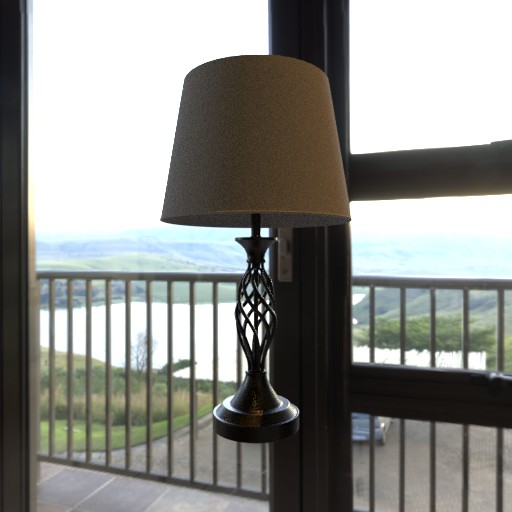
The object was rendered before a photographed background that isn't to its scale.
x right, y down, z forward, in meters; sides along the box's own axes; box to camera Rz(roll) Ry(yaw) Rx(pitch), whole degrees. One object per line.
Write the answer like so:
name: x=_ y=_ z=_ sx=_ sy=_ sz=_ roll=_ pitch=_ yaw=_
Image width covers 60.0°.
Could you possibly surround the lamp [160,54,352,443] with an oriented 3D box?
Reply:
lamp: x=0.000 y=0.000 z=0.777 sx=0.331 sy=0.594 sz=0.331 roll=0 pitch=0 yaw=0
